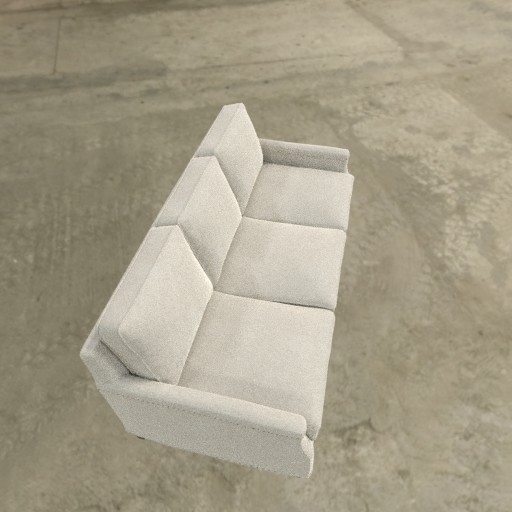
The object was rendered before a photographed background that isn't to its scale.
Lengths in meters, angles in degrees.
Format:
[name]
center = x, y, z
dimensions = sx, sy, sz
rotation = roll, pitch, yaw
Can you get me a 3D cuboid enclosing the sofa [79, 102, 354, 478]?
[sofa]
center = 0.000, 0.000, 2.786
dimensions = 1.084, 1.003, 2.246
rotation = 10, 47, 9
